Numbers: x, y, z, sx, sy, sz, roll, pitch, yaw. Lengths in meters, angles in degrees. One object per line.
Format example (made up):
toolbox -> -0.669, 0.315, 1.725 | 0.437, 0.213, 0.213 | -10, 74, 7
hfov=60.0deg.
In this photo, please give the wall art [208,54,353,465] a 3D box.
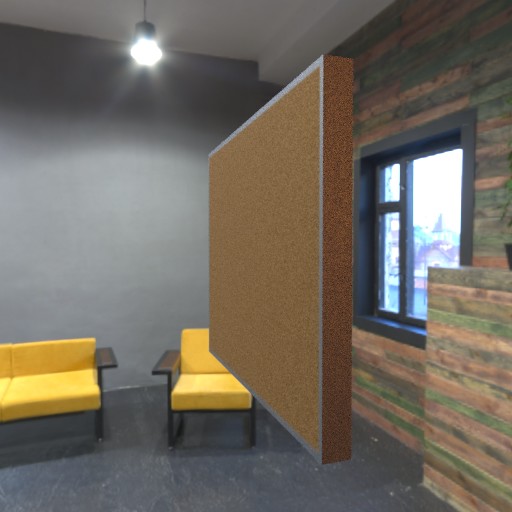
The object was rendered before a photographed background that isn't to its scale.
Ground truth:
wall art -> 0.000, 0.000, 0.755 | 0.037, 0.450, 0.557 | 0, 1, -19
